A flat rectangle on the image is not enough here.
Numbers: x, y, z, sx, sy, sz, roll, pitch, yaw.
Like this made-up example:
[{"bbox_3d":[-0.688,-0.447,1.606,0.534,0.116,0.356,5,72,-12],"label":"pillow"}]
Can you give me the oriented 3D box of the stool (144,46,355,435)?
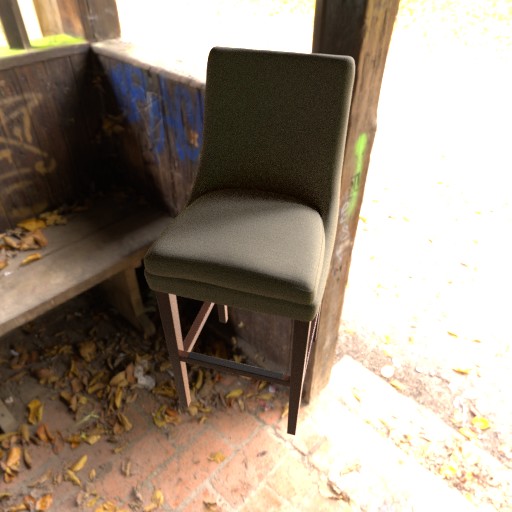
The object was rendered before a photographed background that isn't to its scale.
[{"bbox_3d":[0.000,0.000,1.385,0.470,1.078,0.577,10,41,12],"label":"stool"}]
